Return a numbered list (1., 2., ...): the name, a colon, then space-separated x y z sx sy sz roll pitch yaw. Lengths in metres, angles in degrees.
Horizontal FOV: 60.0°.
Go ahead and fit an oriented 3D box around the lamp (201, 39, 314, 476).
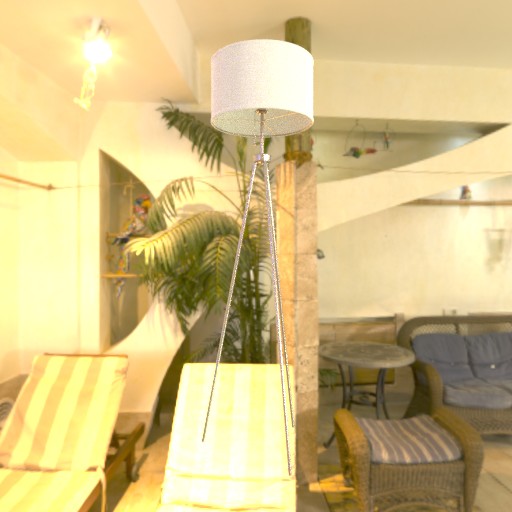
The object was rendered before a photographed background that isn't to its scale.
1. lamp: 0.000 0.000 1.778 0.458 1.545 0.448 0 1 2
